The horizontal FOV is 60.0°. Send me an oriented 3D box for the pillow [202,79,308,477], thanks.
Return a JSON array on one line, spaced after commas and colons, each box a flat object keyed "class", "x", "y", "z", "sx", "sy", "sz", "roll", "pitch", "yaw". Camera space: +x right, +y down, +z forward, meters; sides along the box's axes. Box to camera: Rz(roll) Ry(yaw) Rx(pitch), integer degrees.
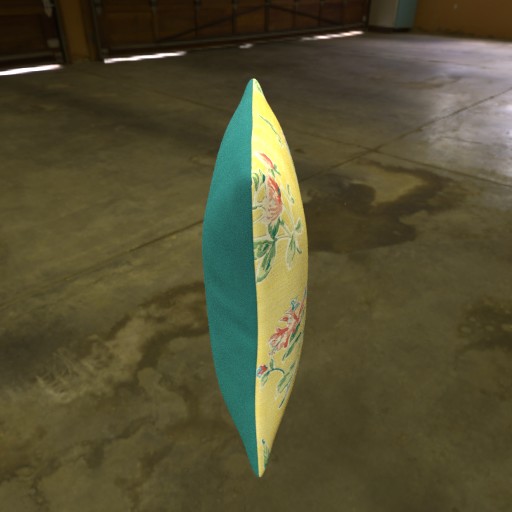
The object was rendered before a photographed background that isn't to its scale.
[{"class": "pillow", "x": 0.000, "y": 0.000, "z": 0.793, "sx": 0.166, "sy": 0.508, "sz": 0.525, "roll": 0, "pitch": 32, "yaw": 0}]
